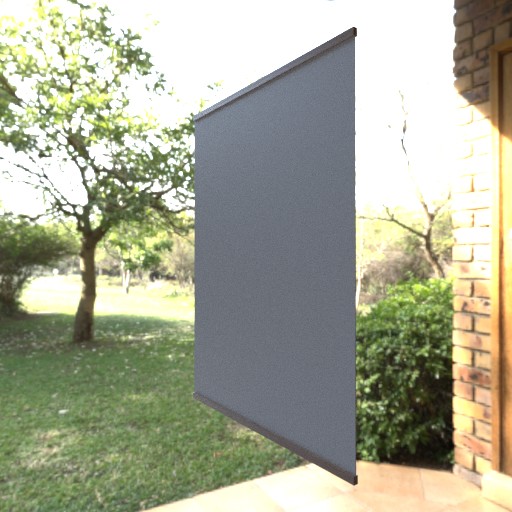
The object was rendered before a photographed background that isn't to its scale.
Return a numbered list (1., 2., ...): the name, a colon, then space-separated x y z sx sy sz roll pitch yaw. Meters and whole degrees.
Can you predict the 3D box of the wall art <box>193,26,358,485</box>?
1. wall art: 0.000 0.000 1.292 0.013 1.016 0.758 0 0 -36
